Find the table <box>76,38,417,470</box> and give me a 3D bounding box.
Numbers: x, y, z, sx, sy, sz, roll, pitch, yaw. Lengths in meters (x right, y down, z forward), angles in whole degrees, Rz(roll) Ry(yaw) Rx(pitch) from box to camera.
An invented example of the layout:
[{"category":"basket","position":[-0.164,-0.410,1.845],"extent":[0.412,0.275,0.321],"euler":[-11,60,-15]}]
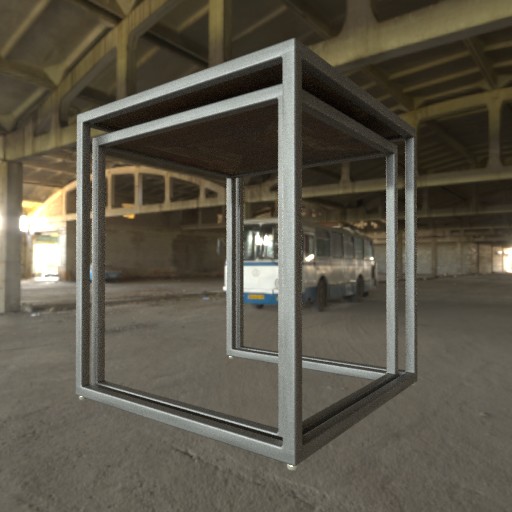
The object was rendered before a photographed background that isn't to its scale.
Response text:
[{"category":"table","position":[0.000,0.000,0.819],"extent":[0.449,0.500,0.450],"euler":[0,-1,37]}]
